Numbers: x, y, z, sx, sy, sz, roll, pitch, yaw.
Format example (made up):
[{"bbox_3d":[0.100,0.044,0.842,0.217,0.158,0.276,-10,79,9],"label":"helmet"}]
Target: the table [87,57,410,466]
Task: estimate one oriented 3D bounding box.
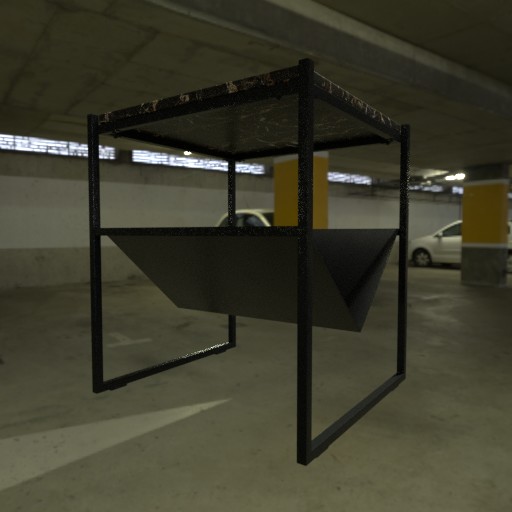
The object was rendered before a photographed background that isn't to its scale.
[{"bbox_3d":[0.000,0.000,0.881,0.469,0.534,0.432,2,4,35],"label":"table"}]
